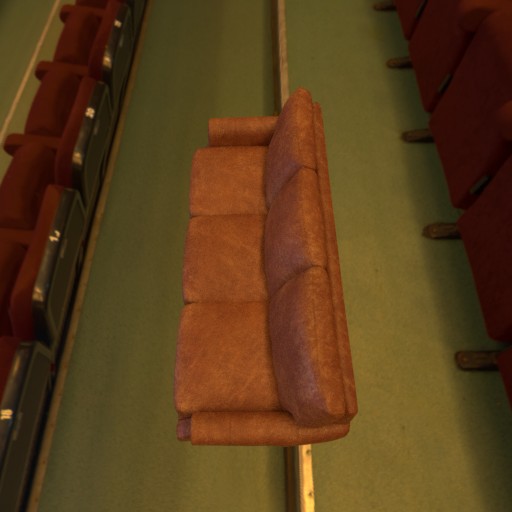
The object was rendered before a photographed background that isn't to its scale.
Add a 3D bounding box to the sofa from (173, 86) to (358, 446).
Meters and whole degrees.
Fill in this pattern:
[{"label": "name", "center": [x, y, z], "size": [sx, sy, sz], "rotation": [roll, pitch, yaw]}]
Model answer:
[{"label": "sofa", "center": [0.000, 0.000, 2.927], "size": [0.973, 0.977, 2.351], "rotation": [-1, 60, 0]}]
